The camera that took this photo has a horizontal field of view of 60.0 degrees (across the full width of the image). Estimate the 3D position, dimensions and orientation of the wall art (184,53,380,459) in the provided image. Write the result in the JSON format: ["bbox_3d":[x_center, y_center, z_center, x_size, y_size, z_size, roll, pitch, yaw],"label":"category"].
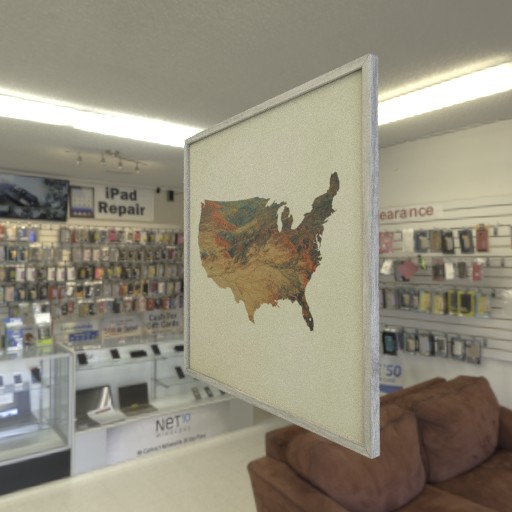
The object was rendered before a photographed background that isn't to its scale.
[{"bbox_3d":[0.000,0.000,0.762,0.016,0.507,0.508,0,0,-36],"label":"wall art"}]
